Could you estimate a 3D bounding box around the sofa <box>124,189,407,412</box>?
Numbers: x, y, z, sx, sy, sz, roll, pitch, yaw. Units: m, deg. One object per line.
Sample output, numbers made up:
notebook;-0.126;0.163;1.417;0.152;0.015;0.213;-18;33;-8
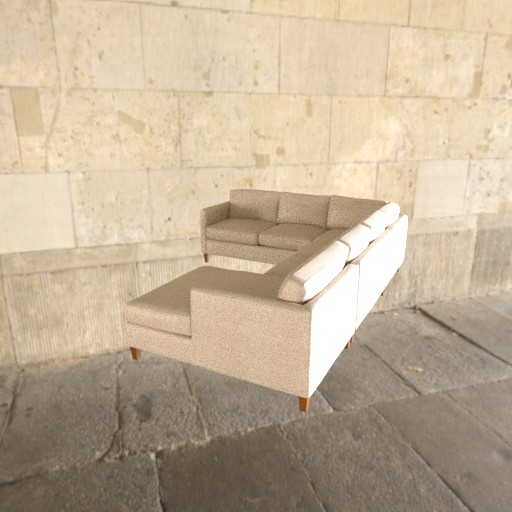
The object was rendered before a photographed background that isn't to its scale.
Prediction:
sofa;0.000;0.000;4.796;2.594;0.961;3.460;8;19;26
